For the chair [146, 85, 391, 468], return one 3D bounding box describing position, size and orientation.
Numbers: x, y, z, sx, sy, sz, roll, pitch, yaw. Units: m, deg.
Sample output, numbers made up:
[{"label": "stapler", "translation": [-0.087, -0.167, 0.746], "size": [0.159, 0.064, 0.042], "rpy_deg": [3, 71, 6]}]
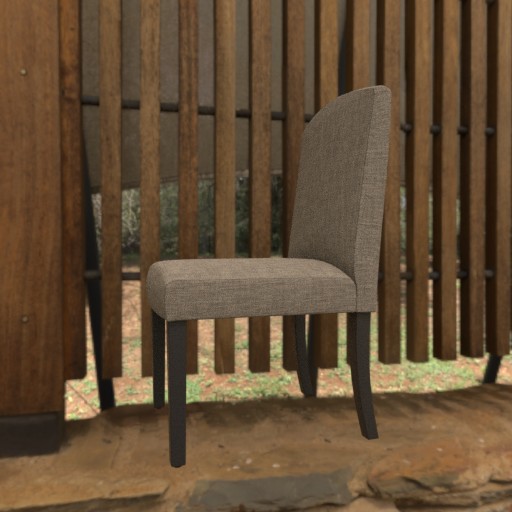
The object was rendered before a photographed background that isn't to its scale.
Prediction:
[{"label": "chair", "translation": [0.000, 0.000, 1.226], "size": [0.580, 0.917, 0.451], "rpy_deg": [0, 0, -18]}]
